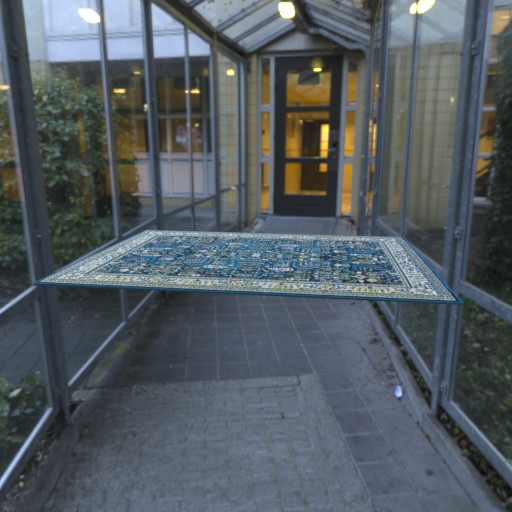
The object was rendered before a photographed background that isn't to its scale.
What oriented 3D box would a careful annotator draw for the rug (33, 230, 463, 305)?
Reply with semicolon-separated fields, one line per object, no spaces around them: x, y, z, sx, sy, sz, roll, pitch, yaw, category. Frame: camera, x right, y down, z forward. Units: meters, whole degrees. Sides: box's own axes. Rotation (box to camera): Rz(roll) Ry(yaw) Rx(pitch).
0.000;0.000;3.016;2.213;0.013;1.594;2;14;8;rug
